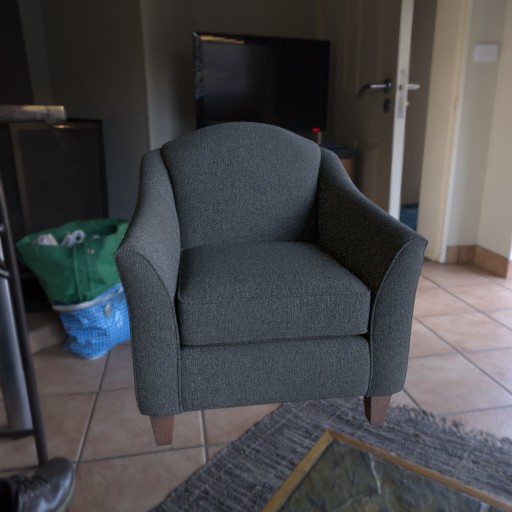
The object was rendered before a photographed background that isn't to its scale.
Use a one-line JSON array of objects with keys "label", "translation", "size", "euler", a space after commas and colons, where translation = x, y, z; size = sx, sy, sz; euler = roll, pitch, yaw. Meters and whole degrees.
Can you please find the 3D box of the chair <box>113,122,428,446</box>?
[{"label": "chair", "translation": [0.000, 0.000, 1.433], "size": [0.763, 0.839, 0.787], "euler": [-2, 16, -8]}]
